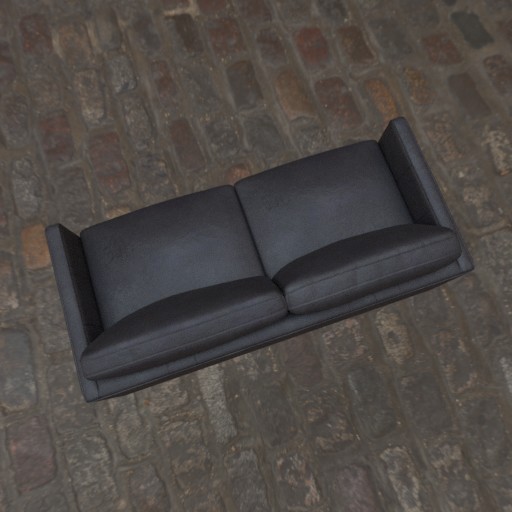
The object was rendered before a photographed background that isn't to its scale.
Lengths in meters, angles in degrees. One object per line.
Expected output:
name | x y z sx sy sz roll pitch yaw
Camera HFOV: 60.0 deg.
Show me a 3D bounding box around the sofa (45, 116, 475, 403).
sofa | 0.000 0.000 2.416 1.971 0.863 0.933 -18 77 -4
